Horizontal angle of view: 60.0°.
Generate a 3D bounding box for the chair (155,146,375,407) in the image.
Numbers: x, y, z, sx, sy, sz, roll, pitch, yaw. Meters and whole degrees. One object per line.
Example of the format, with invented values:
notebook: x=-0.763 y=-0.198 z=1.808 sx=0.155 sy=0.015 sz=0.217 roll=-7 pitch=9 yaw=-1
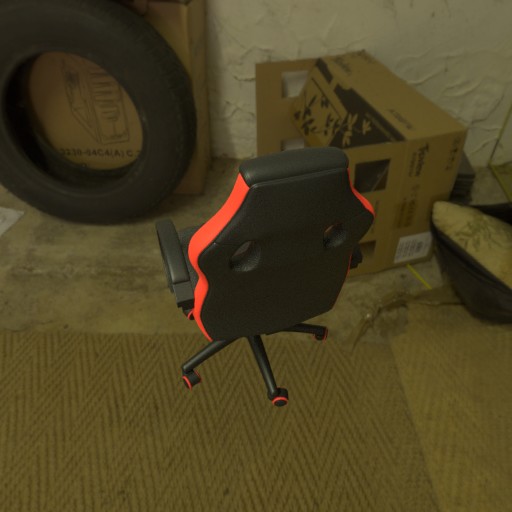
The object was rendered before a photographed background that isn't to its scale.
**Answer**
chair: x=0.000 y=0.000 z=1.406 sx=0.600 sy=1.016 sz=0.642 roll=-13 pitch=44 yaw=-14
